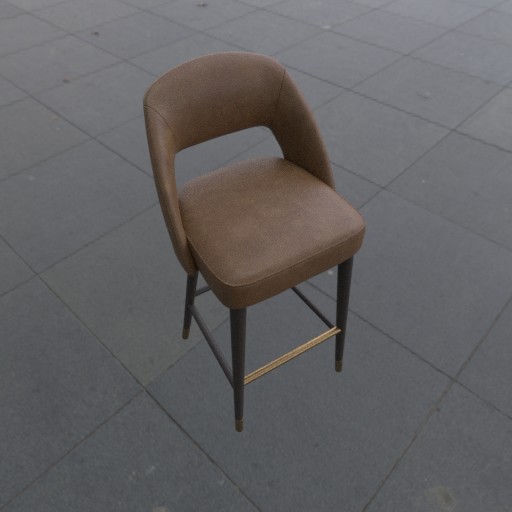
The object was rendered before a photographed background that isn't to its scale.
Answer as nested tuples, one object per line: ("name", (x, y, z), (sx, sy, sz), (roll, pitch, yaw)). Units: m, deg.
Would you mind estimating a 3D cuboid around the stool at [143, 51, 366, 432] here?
("stool", (0.000, 0.000, 1.353), (0.494, 1.037, 0.509), (-24, 51, -21))
